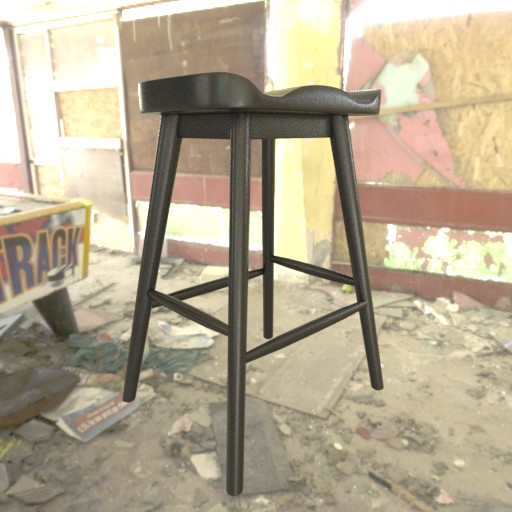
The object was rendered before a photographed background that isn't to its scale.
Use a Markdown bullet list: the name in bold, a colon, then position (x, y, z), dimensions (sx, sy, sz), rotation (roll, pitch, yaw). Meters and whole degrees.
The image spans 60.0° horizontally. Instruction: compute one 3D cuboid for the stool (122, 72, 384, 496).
- **stool**: position (0.000, 0.000, 0.861), dimensions (0.440, 0.615, 0.361), rotation (-15, 22, -42)
